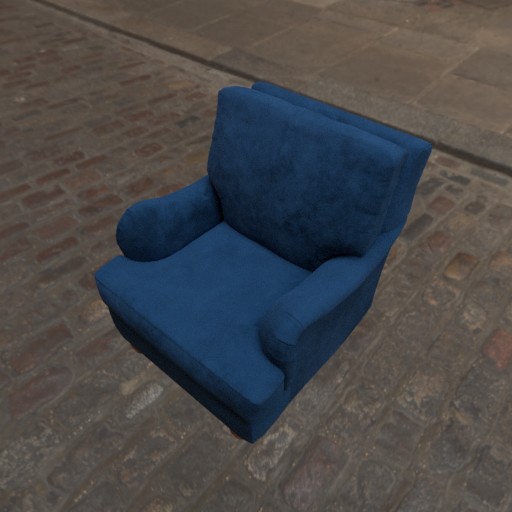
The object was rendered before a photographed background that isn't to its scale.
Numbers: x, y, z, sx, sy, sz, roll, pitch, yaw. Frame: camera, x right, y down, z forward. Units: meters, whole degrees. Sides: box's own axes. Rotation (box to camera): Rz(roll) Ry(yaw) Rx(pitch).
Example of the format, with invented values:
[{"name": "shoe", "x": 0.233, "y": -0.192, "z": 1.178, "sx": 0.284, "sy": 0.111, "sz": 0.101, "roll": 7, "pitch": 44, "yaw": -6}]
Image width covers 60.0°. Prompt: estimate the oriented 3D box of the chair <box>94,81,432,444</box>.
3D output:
[{"name": "chair", "x": 0.000, "y": 0.000, "z": 1.855, "sx": 0.895, "sy": 1.076, "sz": 1.078, "roll": 31, "pitch": 53, "yaw": 27}]
